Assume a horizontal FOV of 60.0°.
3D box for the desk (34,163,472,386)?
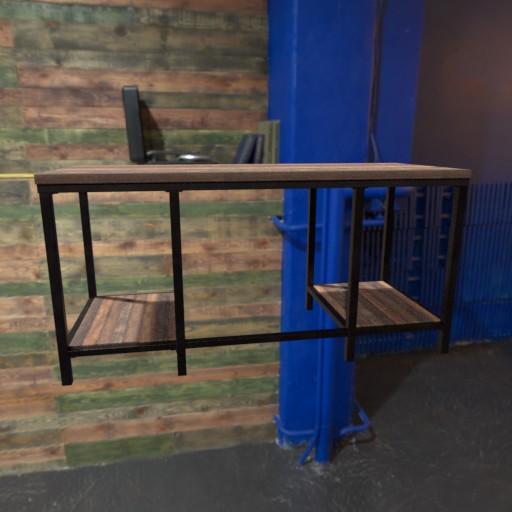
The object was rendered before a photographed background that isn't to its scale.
[{"bbox_3d":[0.000,0.000,1.921,1.538,0.753,0.617,-2,14,-9],"label":"desk"}]
